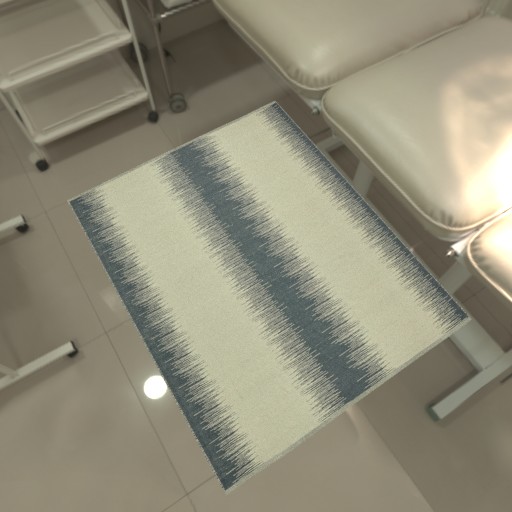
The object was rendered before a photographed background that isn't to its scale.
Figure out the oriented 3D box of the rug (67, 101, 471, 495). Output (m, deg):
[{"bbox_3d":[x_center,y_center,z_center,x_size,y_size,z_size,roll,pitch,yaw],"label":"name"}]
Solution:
[{"bbox_3d":[0.000,0.000,4.062,2.453,0.004,3.037,-30,67,-14],"label":"rug"}]
